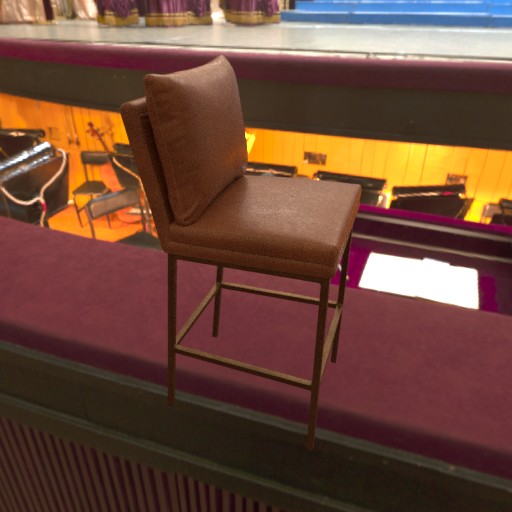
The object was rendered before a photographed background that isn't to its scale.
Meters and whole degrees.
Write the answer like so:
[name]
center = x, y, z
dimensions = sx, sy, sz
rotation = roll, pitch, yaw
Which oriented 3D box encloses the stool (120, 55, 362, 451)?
[stool]
center = 0.000, 0.000, 1.418
dimensions = 0.571, 1.124, 0.463
rotation = 10, 32, 16
